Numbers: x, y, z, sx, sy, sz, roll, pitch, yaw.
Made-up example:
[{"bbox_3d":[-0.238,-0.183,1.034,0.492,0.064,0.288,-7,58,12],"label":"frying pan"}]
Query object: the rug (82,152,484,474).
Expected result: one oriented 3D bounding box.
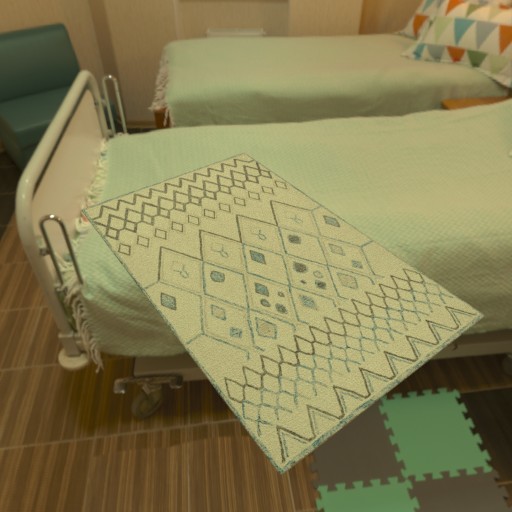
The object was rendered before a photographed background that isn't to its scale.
[{"bbox_3d":[0.000,0.000,2.984,1.524,0.015,2.439,-26,47,-26],"label":"rug"}]
